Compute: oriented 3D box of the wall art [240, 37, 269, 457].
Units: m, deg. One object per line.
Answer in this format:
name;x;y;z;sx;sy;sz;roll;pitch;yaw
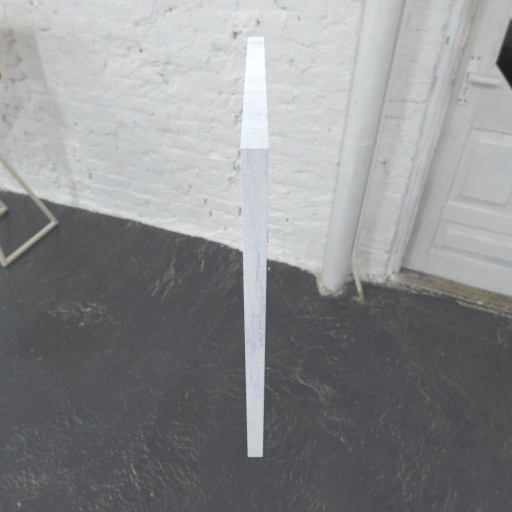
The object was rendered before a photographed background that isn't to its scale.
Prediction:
wall art;0.000;0.000;1.165;0.043;0.914;0.624;0;40;0
